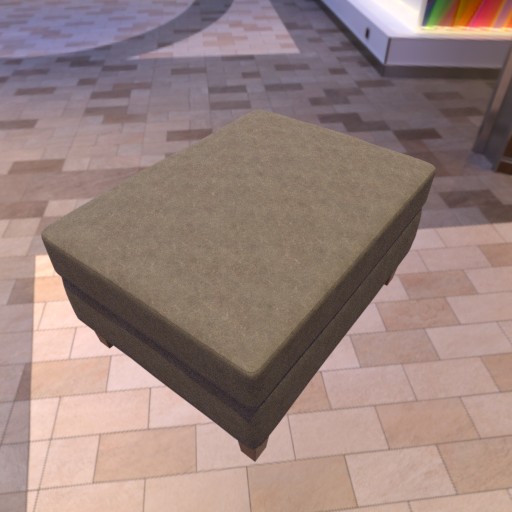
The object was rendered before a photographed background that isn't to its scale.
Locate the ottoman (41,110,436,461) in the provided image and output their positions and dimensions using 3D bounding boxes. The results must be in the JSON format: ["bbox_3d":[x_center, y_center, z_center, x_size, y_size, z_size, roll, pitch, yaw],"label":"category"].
[{"bbox_3d":[0.000,0.000,1.238,0.639,0.464,0.839,27,49,27],"label":"ottoman"}]
